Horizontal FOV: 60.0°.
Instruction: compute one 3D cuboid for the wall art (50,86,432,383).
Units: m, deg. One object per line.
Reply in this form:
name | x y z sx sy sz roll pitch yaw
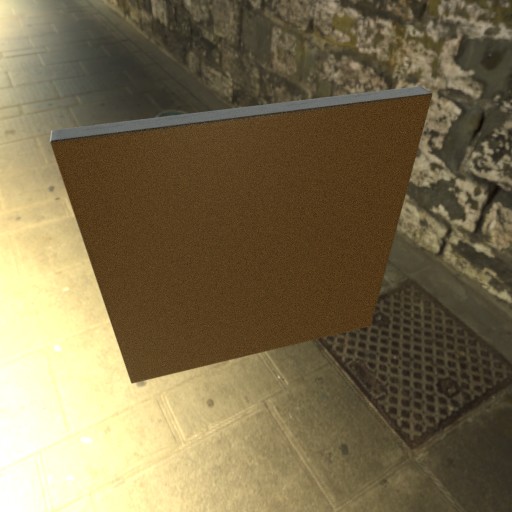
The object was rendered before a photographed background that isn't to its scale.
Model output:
wall art | 0.000 0.000 1.893 1.287 1.288 0.078 -11 43 -12
